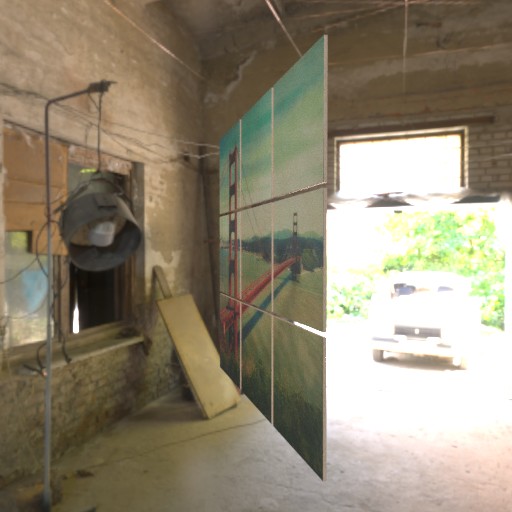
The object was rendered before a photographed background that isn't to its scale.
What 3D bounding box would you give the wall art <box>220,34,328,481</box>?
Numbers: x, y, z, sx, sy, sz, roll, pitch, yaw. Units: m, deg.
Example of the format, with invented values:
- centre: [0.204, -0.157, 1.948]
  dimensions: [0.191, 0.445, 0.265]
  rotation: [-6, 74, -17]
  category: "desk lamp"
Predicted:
- centre: [0.000, 0.000, 2.218]
  dimensions: [0.014, 1.507, 1.519]
  rotation: [0, 1, -18]
  category: "wall art"
